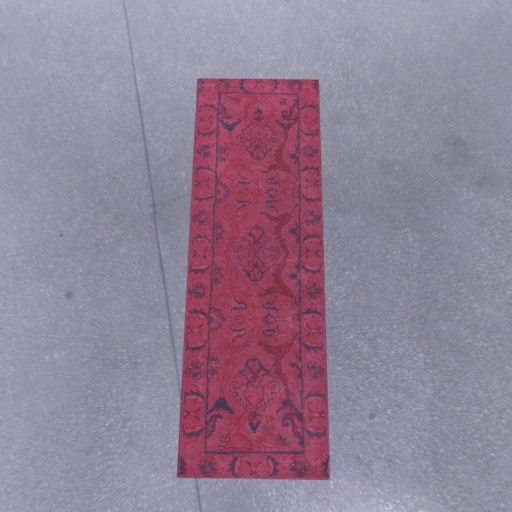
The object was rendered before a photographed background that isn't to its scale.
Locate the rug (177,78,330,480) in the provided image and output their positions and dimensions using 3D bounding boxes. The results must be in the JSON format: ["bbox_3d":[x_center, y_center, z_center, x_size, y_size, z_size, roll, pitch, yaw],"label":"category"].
[{"bbox_3d":[0.000,0.000,2.652,0.813,0.018,2.439,1,75,0],"label":"rug"}]
